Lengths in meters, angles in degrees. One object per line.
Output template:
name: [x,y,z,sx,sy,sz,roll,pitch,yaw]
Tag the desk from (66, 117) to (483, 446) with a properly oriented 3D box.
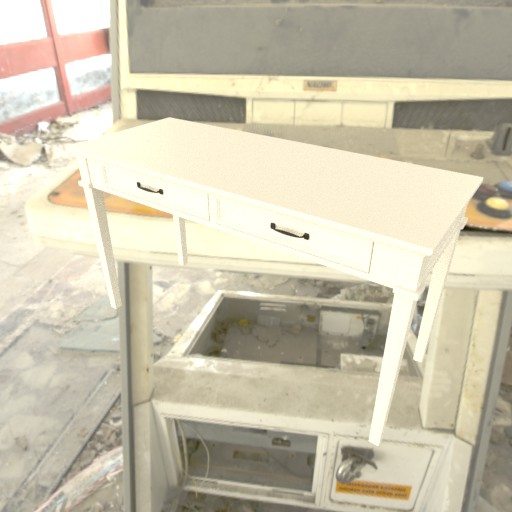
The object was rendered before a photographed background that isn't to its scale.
desk: [0.000,0.000,1.744,1.372,0.774,0.559,20,36,29]
